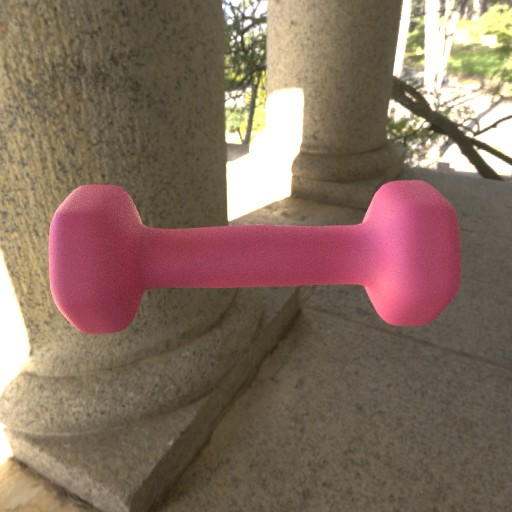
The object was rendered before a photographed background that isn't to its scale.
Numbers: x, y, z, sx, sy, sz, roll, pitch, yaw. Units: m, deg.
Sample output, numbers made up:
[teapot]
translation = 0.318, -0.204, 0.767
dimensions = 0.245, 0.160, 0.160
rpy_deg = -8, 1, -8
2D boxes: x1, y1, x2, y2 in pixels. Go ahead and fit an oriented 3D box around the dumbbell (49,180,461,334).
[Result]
[dumbbell]
translation = 0.000, 0.000, 0.172
dimensions = 0.146, 0.053, 0.058
rpy_deg = -1, 29, -2
